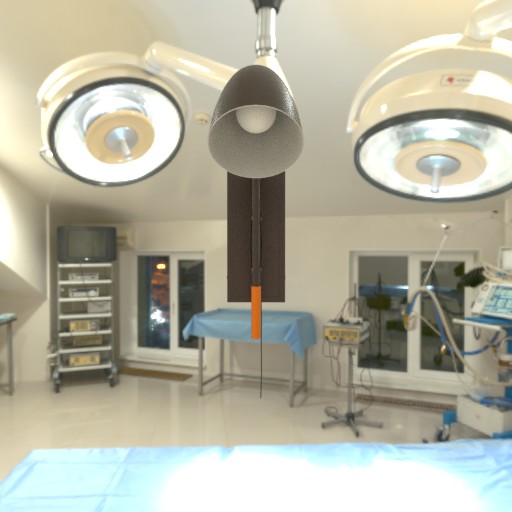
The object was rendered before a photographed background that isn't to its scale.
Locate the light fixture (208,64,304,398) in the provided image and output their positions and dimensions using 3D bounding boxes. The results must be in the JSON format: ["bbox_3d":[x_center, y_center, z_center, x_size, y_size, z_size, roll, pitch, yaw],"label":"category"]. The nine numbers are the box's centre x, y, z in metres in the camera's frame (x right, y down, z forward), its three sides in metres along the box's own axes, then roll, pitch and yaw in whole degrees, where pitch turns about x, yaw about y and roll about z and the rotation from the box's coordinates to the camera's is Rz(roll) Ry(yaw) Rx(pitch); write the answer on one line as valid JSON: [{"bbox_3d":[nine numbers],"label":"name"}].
[{"bbox_3d":[0.000,0.000,0.931,0.162,0.715,0.499,0,1,0],"label":"light fixture"}]
